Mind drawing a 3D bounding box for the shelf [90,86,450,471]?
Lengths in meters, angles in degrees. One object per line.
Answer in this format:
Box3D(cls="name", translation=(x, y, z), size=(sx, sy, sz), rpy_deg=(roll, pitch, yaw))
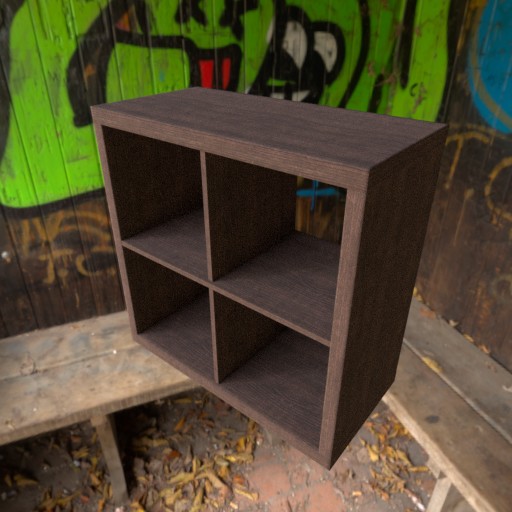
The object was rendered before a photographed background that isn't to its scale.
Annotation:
Box3D(cls="shelf", translation=(0.000, 0.000, 1.263), size=(0.790, 0.786, 0.390), rpy_deg=(22, 37, 33))
